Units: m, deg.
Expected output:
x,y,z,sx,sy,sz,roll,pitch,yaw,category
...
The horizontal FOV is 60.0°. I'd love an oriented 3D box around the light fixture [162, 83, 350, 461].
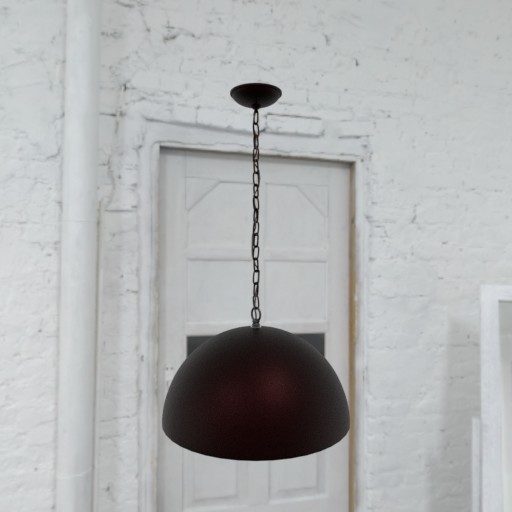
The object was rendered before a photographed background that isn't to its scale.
x,y,z,sx,sy,sz,roll,pitch,yaw,category
0.000,0.000,1.182,0.492,0.869,0.492,0,0,-36,light fixture
